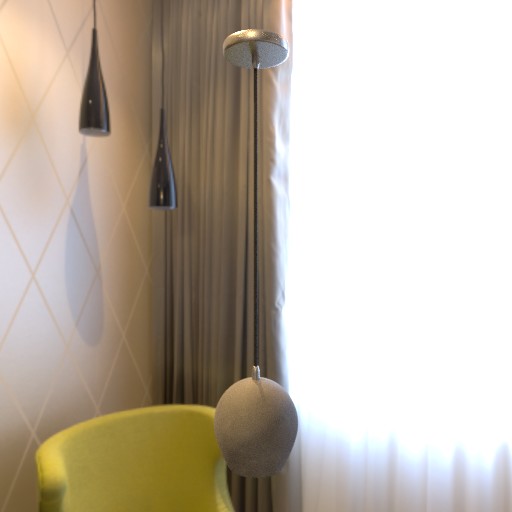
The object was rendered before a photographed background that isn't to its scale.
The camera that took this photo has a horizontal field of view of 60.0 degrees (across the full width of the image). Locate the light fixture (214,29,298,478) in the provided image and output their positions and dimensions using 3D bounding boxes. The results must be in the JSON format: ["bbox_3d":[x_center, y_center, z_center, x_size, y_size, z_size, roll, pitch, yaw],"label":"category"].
[{"bbox_3d":[0.000,0.000,0.804,0.153,0.760,0.153,0,1,1],"label":"light fixture"}]
